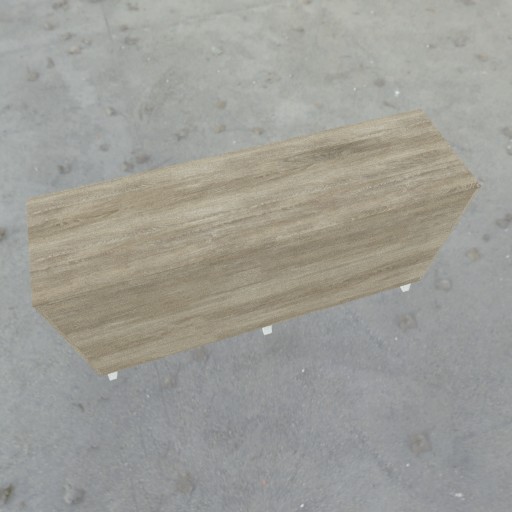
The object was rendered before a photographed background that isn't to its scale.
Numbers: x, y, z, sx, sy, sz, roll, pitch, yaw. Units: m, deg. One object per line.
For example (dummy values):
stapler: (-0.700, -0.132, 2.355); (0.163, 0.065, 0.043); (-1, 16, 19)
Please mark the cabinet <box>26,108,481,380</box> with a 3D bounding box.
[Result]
cabinet: (0.000, 0.000, 1.985); (1.600, 0.870, 0.450); (-15, 59, -9)
